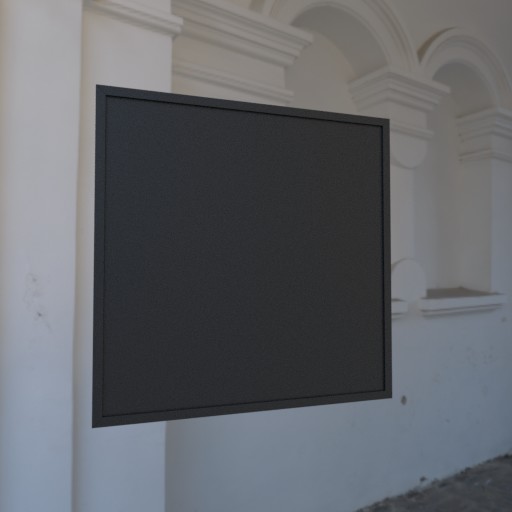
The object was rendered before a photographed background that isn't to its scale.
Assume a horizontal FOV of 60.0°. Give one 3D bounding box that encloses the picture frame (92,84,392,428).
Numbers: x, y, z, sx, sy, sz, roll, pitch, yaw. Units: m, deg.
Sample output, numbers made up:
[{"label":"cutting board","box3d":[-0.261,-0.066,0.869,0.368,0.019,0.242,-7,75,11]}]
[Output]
[{"label":"picture frame","box3d":[0.000,0.000,1.128,0.775,0.775,0.032,1,-2,-17]}]
